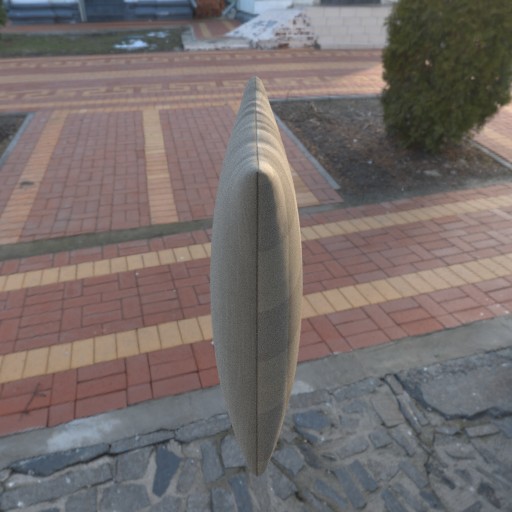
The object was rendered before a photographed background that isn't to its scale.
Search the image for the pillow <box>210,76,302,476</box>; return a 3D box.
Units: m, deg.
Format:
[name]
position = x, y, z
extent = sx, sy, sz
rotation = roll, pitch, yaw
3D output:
[pillow]
position = 0.000, 0.000, 0.779
extent = 0.161, 0.509, 0.511
rotation = 0, 32, 0
